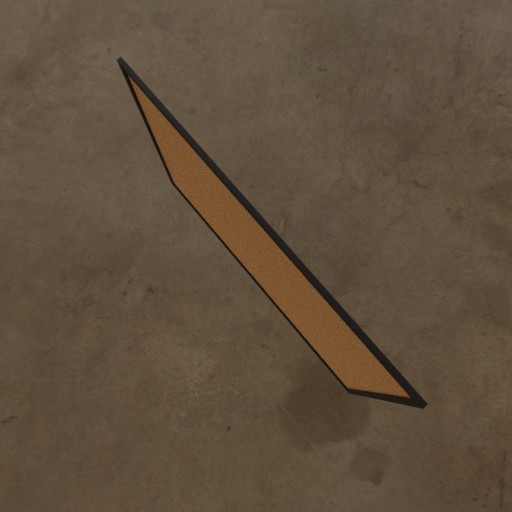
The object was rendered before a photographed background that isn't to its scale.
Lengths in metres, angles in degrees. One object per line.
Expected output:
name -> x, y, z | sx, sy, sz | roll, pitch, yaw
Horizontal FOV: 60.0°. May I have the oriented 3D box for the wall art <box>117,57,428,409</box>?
wall art -> 0.000, 0.000, 1.220 | 0.013, 0.665, 0.963 | -39, 78, -9
